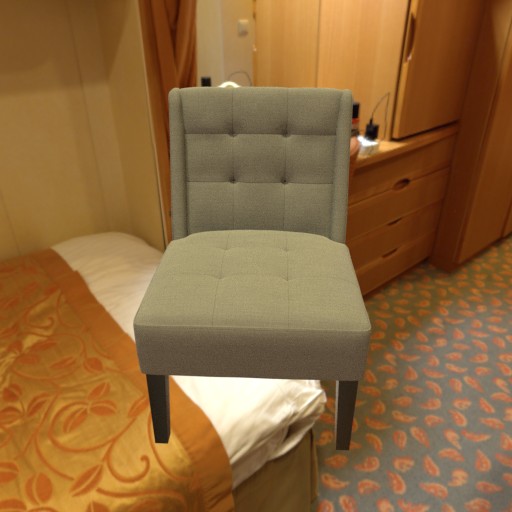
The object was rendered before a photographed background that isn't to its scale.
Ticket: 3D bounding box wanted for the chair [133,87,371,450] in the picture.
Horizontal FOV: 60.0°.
[{"bbox_3d":[0.000,0.000,1.302,0.569,0.853,0.676,1,29,2],"label":"chair"}]
